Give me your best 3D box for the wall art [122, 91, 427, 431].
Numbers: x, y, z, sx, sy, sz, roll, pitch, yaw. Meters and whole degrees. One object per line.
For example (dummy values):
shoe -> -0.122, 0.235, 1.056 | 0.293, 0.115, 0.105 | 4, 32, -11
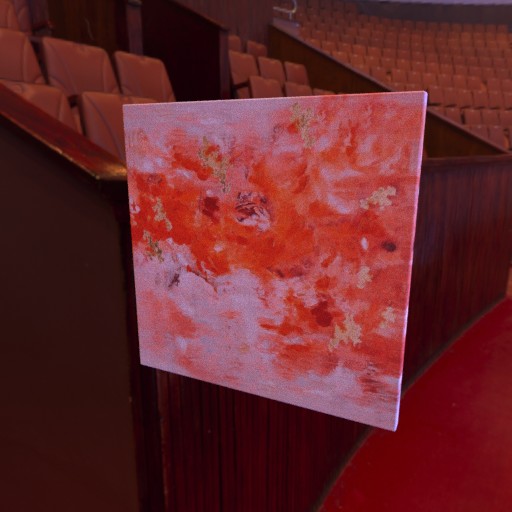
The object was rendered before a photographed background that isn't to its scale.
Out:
wall art -> 0.000, 0.000, 1.119 | 0.747, 0.746, 0.064 | 7, 16, 25
